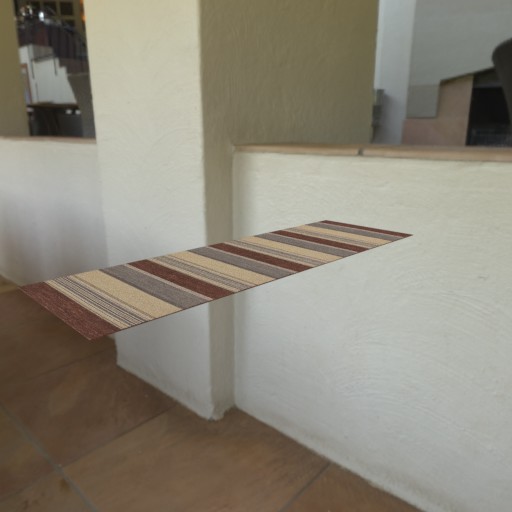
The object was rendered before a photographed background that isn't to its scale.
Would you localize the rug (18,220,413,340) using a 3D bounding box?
[{"bbox_3d":[0.000,0.000,2.685,2.437,0.006,0.792,-15,21,-42],"label":"rug"}]
